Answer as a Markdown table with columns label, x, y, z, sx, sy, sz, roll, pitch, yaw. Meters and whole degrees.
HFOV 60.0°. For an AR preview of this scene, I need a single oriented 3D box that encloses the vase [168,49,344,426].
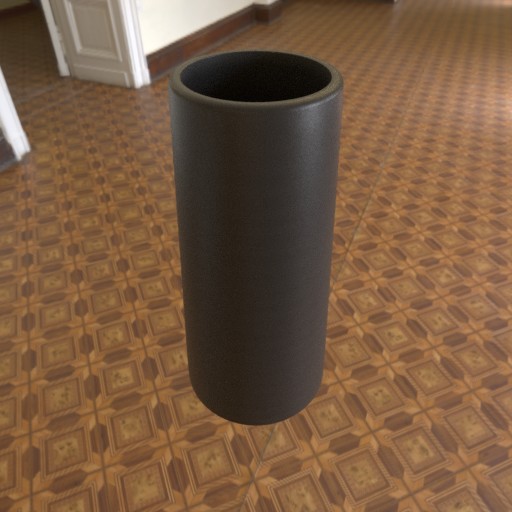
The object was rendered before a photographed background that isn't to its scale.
| label | x | y | z | sx | sy | sz | roll | pitch | yaw |
| --- | --- | --- | --- | --- | --- | --- | --- | --- | --- |
| vase | 0.000 | 0.000 | 0.360 | 0.136 | 0.289 | 0.136 | 25 | 46 | 27 |
